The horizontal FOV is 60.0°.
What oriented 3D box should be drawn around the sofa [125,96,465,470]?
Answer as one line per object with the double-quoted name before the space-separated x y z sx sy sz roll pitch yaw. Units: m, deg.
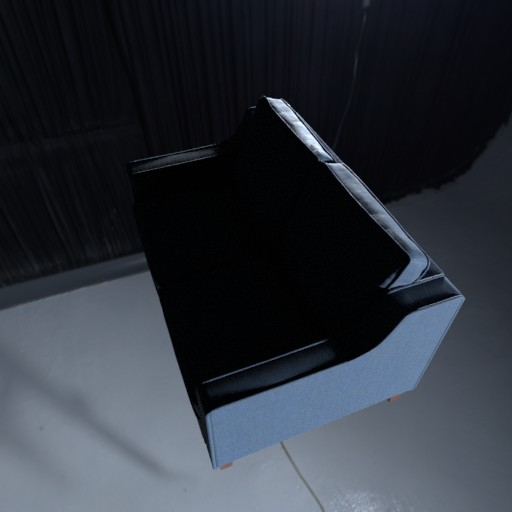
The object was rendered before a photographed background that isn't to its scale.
"sofa" 0.000 0.000 2.134 0.987 0.971 1.501 -16 48 -15
